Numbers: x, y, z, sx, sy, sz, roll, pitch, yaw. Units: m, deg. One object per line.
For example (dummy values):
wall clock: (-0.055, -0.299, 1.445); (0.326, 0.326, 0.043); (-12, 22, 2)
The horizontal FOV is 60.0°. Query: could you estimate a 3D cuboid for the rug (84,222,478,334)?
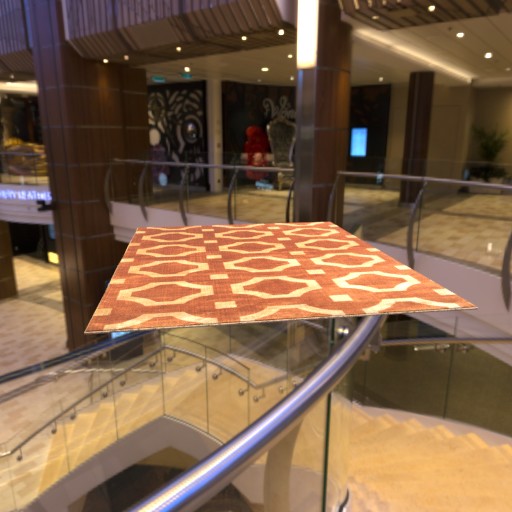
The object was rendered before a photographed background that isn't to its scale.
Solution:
rug: (0.000, 0.000, 4.162); (2.466, 0.021, 3.049); (-2, 15, -9)
